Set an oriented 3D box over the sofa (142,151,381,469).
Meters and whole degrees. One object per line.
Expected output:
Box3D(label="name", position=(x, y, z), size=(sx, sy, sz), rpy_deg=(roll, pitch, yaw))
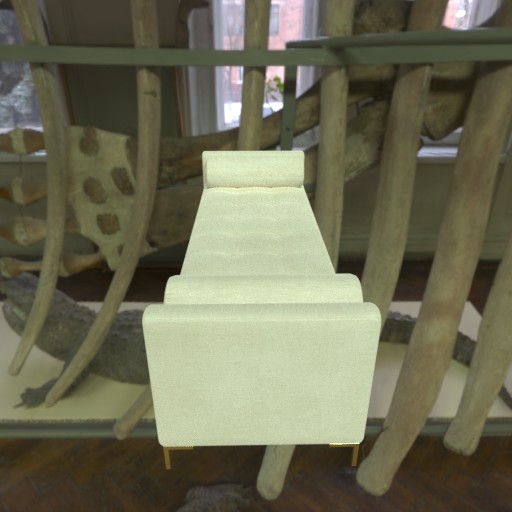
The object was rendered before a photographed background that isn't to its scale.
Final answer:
Box3D(label="sofa", position=(0.000, 0.000, 2.257), size=(0.686, 0.635, 1.981), rpy_deg=(0, 27, -1))
